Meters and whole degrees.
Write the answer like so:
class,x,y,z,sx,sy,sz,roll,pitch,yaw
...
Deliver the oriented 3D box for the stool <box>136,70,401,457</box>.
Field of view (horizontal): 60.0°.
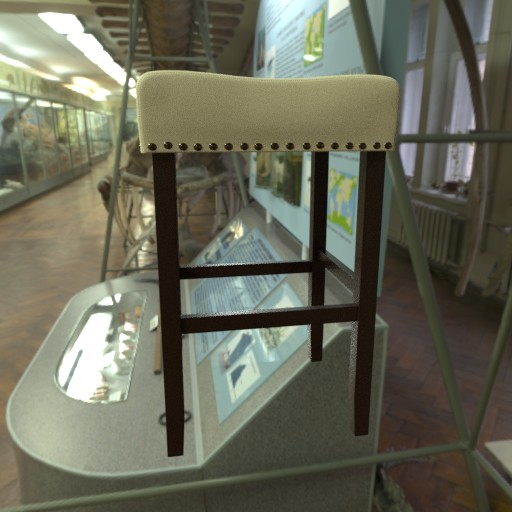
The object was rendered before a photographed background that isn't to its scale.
class,x,y,z,sx,sy,sz,roll,pitch,yaw
stool,0.000,0.000,1.041,0.471,0.762,0.401,-3,16,-9
